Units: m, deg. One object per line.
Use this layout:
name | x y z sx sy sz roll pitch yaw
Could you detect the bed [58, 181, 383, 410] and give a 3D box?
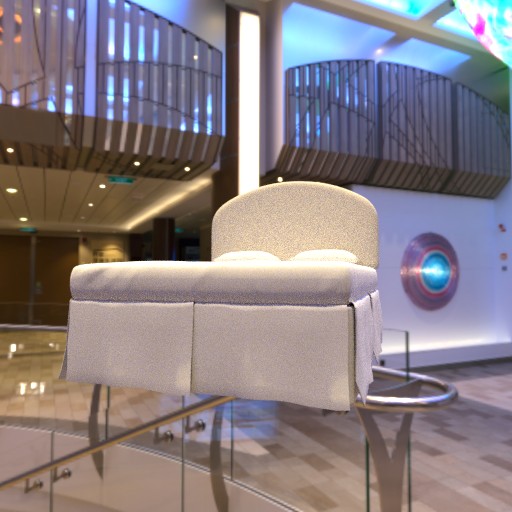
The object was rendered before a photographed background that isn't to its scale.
bed | 0.000 0.000 3.044 1.607 1.410 2.005 -1 -3 19
